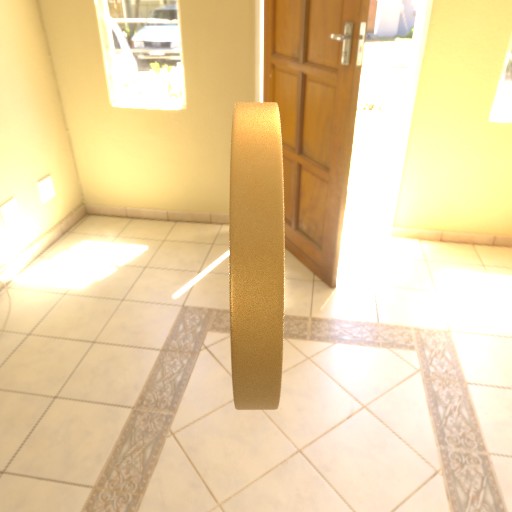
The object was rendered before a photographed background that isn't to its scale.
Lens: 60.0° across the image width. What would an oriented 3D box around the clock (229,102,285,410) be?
[{"bbox_3d":[0.000,0.000,0.478,0.040,0.314,0.314,0,31,0],"label":"clock"}]
